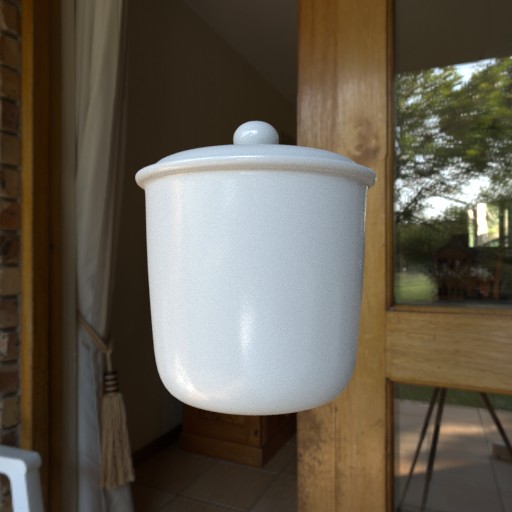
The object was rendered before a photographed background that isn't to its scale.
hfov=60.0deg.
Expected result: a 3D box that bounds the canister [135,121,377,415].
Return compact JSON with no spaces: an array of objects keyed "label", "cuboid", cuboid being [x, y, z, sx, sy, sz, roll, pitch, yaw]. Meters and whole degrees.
[{"label":"canister","cuboid":[0.000,0.000,0.346,0.182,0.208,0.182,0,0,0]}]
